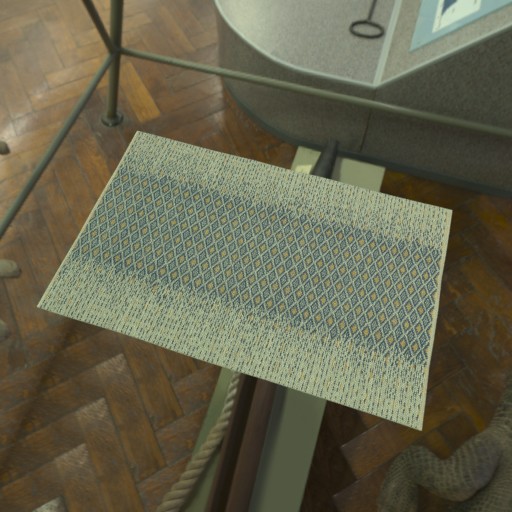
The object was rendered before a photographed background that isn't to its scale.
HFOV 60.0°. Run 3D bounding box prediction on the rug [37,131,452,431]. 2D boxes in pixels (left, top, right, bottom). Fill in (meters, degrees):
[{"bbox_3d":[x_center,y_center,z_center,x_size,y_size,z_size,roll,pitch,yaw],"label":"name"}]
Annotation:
[{"bbox_3d":[0.000,0.000,2.992,2.448,0.008,1.541,16,64,8],"label":"rug"}]
